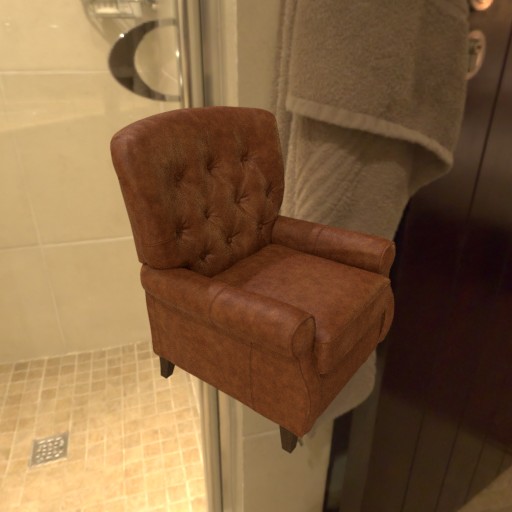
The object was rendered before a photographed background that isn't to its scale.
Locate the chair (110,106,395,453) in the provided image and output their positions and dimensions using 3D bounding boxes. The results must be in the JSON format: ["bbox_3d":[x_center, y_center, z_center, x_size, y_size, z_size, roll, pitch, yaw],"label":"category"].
[{"bbox_3d":[0.000,0.000,1.939,1.059,1.164,0.951,18,32,33],"label":"chair"}]
